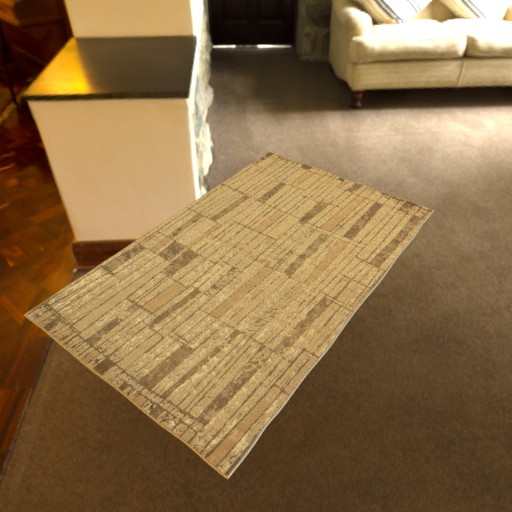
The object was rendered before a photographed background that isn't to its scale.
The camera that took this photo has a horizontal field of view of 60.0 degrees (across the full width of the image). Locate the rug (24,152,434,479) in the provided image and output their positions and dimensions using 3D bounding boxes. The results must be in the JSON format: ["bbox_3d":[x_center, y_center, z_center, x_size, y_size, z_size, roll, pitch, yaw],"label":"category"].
[{"bbox_3d":[0.000,0.000,2.945,1.531,0.023,2.444,26,48,27],"label":"rug"}]
